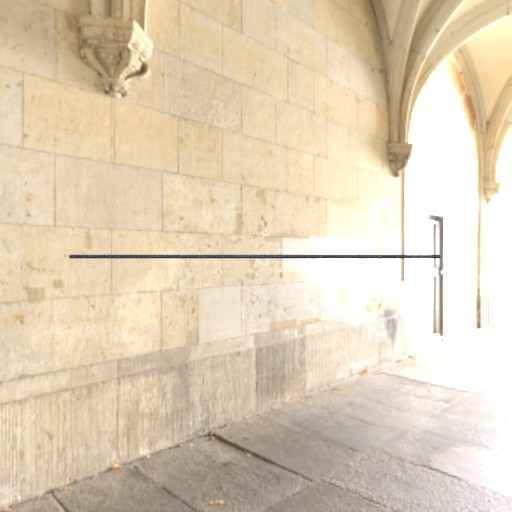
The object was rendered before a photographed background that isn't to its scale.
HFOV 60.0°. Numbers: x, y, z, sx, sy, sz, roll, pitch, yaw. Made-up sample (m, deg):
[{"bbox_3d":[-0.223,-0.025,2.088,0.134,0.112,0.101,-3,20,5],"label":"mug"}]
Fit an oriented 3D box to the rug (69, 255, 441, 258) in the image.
[{"bbox_3d":[0.000,0.000,3.031,1.526,0.015,2.441,0,0,0],"label":"rug"}]
